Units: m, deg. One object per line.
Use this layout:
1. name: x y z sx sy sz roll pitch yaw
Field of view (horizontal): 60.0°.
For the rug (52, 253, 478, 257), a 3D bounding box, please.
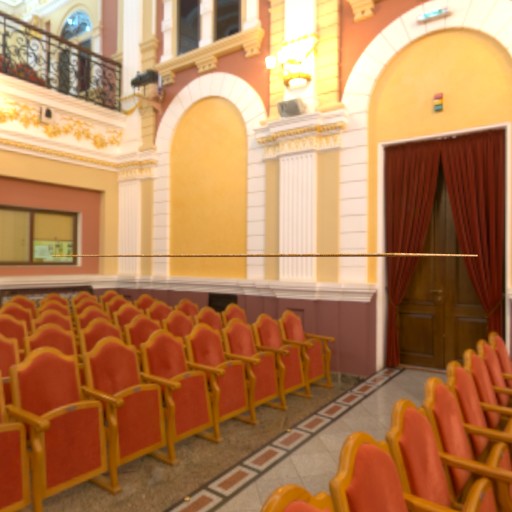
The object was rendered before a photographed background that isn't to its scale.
1. rug: 0.000 0.000 2.965 2.424 0.010 1.511 0 0 37
